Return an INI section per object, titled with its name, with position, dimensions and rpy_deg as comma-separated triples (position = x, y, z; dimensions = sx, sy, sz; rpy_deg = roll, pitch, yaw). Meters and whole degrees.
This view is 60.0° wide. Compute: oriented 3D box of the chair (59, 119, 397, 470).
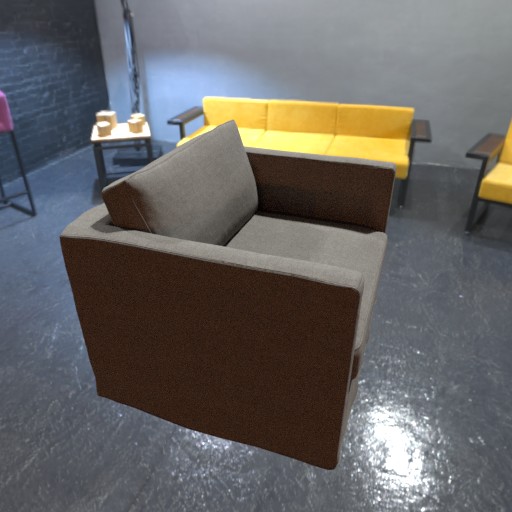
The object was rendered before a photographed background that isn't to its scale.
[chair]
position = 0.000, 0.000, 1.752
dimensions = 0.949, 0.863, 1.057
rpy_deg = 10, 32, 17
